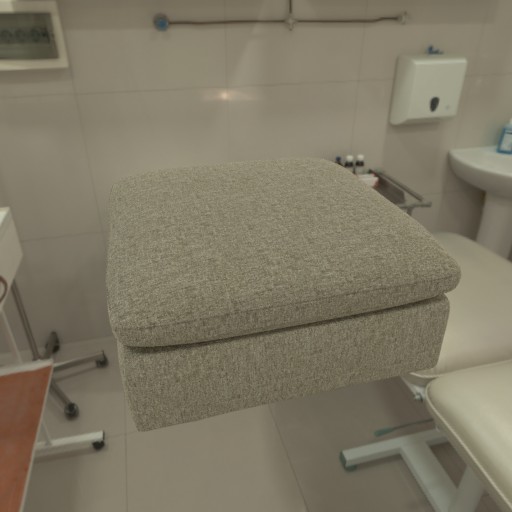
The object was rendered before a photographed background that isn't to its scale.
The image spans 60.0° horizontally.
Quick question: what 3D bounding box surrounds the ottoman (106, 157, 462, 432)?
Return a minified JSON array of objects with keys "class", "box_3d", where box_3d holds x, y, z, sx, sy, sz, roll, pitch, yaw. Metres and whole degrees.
[{"class":"ottoman","box_3d":[0.000,0.000,1.662,1.035,0.526,1.039,-8,31,-13]}]
